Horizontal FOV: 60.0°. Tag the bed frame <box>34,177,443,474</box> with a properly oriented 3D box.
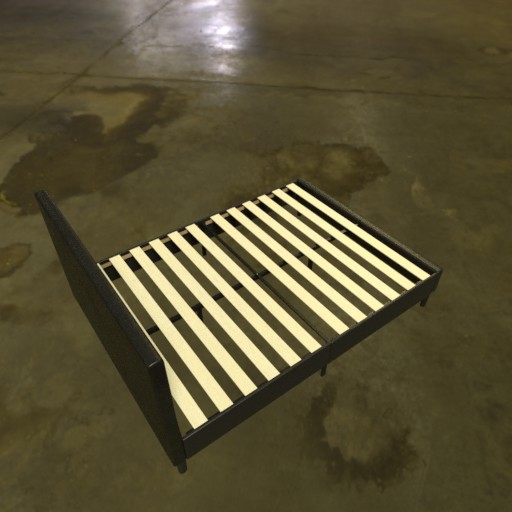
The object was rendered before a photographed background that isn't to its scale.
[{"bbox_3d":[0.000,0.000,3.211,2.318,1.127,1.634,-26,47,-26],"label":"bed frame"}]
